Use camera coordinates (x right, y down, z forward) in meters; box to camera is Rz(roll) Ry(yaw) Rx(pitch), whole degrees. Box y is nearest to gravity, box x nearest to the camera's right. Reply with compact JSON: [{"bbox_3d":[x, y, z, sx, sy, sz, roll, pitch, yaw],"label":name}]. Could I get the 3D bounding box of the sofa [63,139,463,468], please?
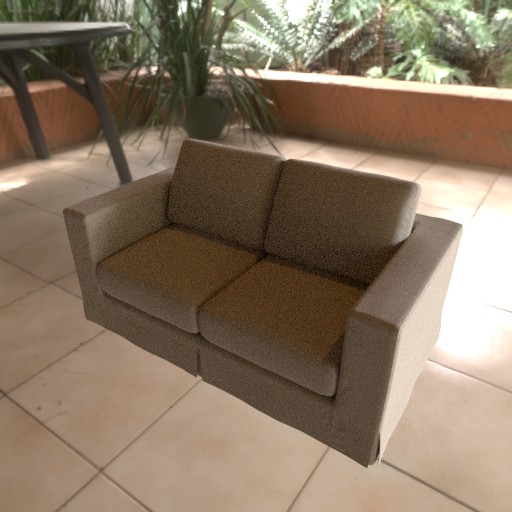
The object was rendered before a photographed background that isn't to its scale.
[{"bbox_3d":[0.000,0.000,2.333,1.813,0.932,1.009,18,34,29],"label":"sofa"}]
